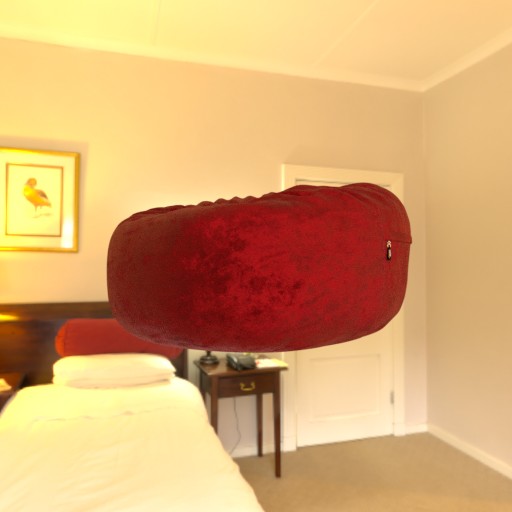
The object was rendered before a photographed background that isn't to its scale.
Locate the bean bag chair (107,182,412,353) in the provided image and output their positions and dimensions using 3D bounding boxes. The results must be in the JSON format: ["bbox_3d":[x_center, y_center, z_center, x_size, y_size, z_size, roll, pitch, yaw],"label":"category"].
[{"bbox_3d":[0.000,0.000,2.420,1.524,0.878,1.524,-1,-1,34],"label":"bean bag chair"}]
